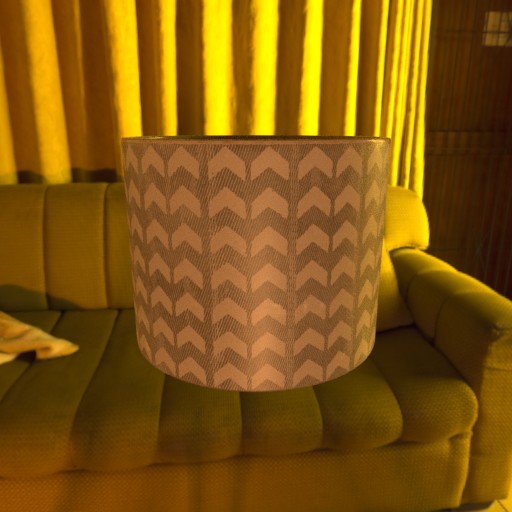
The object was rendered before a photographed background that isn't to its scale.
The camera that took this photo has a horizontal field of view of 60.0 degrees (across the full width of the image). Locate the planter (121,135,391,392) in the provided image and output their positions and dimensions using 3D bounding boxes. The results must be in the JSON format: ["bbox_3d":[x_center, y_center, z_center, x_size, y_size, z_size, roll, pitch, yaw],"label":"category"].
[{"bbox_3d":[0.000,0.000,0.460,0.250,0.239,0.250,0,16,0],"label":"planter"}]
